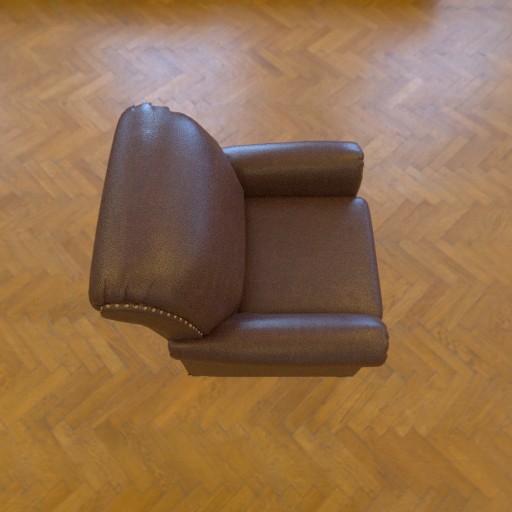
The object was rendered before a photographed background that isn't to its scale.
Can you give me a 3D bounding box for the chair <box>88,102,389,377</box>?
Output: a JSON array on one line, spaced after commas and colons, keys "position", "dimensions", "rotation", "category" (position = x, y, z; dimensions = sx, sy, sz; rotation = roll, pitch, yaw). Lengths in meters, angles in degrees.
[{"position": [0.000, 0.000, 1.623], "dimensions": [0.890, 0.927, 0.854], "rotation": [0, 64, 0], "category": "chair"}]
